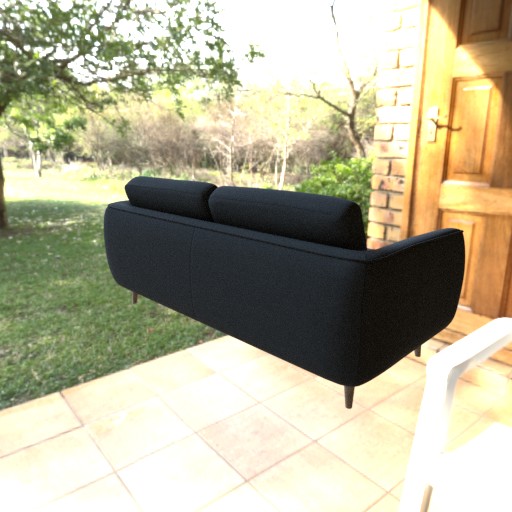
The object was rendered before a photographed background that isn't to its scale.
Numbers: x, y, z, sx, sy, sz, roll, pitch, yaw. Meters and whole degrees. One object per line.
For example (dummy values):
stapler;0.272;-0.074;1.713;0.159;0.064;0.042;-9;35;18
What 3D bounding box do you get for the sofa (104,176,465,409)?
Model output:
sofa;0.000;0.000;2.499;2.000;0.850;0.920;14;21;43
